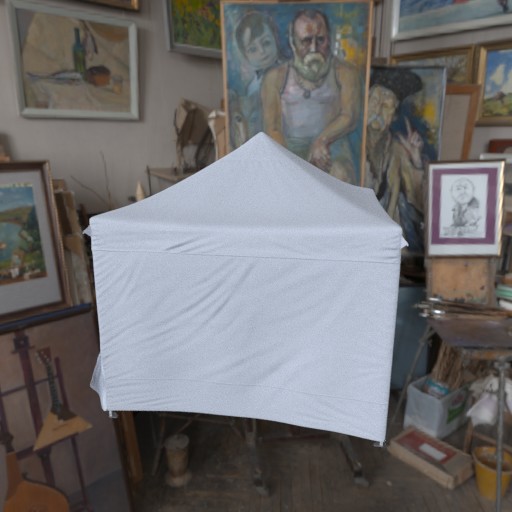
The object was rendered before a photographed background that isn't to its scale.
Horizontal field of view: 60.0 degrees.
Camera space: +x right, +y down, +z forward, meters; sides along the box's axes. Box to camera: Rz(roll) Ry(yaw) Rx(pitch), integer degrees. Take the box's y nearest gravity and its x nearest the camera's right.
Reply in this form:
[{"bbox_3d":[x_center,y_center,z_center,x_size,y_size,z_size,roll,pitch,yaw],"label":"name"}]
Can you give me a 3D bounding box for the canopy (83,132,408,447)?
[{"bbox_3d":[0.000,0.000,5.557,3.121,2.997,3.043,3,15,9],"label":"canopy"}]
